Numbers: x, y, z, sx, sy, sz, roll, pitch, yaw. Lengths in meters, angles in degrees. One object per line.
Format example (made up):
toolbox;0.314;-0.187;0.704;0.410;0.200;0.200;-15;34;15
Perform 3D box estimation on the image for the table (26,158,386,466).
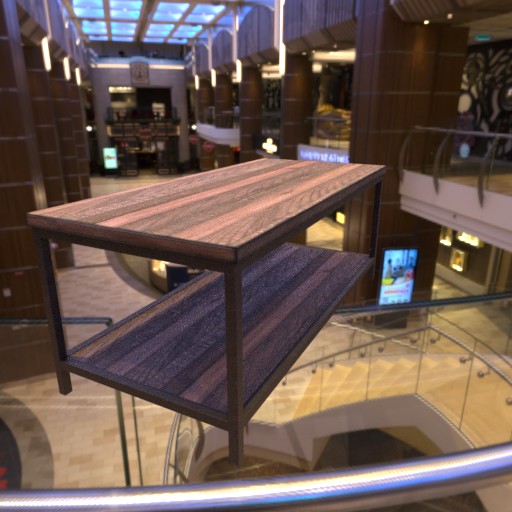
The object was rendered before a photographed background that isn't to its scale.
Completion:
table;0.000;0.000;1.207;0.452;0.399;0.990;10;21;26
